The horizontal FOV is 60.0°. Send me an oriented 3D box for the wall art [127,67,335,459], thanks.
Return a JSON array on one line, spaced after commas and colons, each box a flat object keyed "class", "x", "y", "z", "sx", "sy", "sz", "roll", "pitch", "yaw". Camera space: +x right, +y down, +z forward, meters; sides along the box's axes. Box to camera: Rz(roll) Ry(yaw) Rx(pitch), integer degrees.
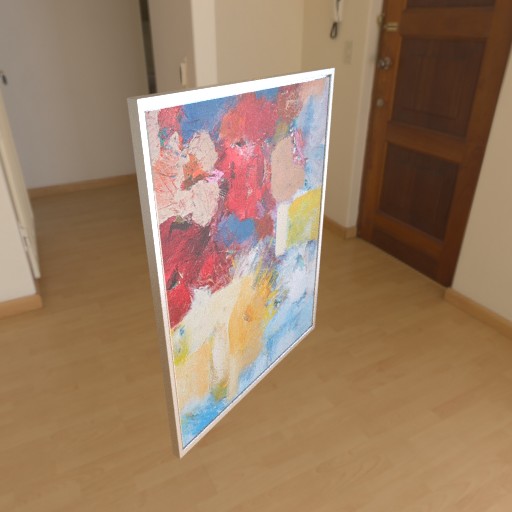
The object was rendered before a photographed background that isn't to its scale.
[{"class": "wall art", "x": 0.000, "y": 0.000, "z": 1.403, "sx": 0.030, "sy": 1.046, "sz": 0.816, "roll": 19, "pitch": 34, "yaw": 32}]
